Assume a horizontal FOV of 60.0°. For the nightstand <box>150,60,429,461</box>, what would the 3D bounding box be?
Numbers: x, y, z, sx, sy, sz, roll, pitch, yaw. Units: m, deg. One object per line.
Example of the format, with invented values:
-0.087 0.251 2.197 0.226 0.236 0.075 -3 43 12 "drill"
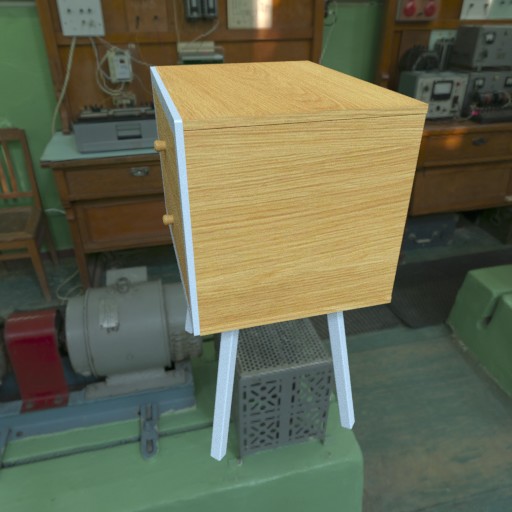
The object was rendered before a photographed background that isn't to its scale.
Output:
0.000 0.000 0.810 0.316 0.601 0.400 -8 32 -13 "nightstand"
